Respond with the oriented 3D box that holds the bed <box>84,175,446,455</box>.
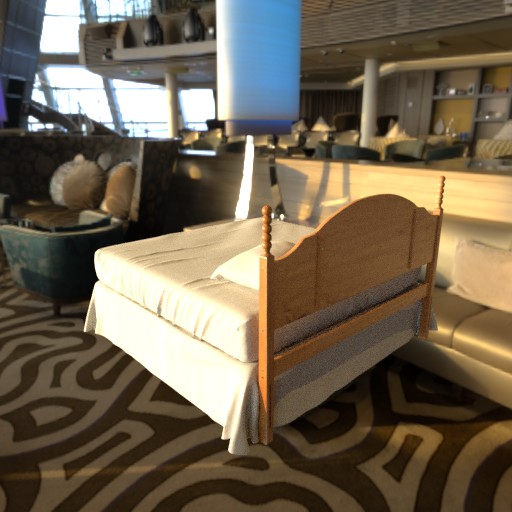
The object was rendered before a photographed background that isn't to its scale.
[{"bbox_3d":[0.000,0.000,3.689,2.322,1.355,2.219,-15,22,-41],"label":"bed"}]
